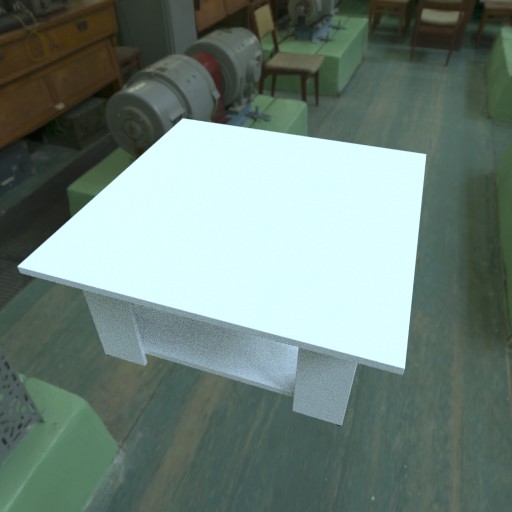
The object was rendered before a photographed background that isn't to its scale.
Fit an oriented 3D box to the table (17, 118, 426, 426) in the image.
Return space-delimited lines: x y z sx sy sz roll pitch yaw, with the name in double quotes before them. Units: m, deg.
"table" 0.000 0.000 1.048 0.670 0.305 0.670 12 42 14
